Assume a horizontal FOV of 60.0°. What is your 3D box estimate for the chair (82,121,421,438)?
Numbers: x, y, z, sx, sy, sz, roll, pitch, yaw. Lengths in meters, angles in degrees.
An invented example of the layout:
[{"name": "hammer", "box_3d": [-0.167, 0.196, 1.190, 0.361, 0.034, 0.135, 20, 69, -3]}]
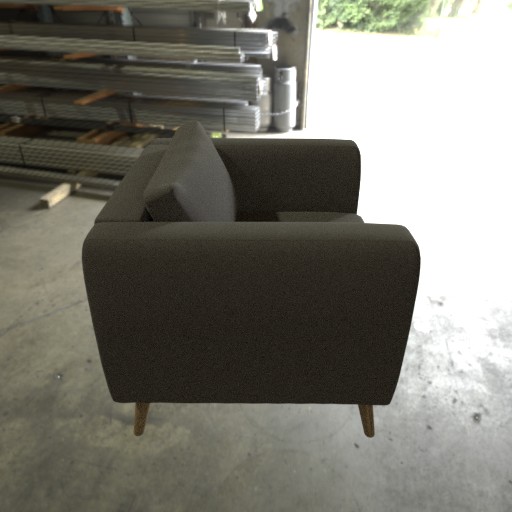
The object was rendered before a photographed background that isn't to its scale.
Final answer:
[{"name": "chair", "box_3d": [0.000, 0.000, 1.697, 0.930, 0.860, 1.000, 0, 31, 0]}]
